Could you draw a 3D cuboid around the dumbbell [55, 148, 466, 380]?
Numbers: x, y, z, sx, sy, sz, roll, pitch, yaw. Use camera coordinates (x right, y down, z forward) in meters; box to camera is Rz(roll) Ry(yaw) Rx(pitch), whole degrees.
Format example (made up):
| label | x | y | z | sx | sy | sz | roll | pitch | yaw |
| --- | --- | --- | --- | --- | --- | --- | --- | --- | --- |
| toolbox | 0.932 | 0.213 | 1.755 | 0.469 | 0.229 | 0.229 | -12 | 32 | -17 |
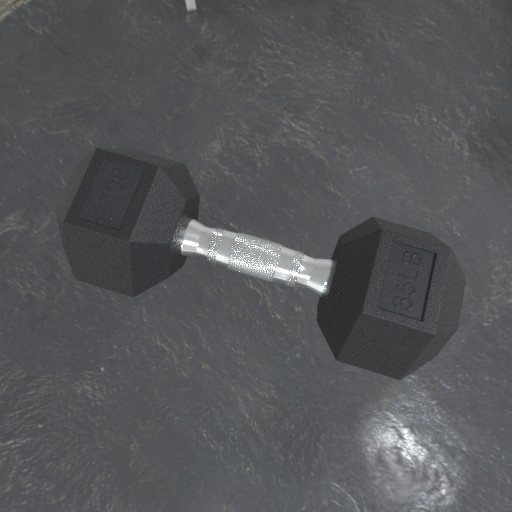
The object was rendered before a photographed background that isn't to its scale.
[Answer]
| label | x | y | z | sx | sy | sz | roll | pitch | yaw |
| --- | --- | --- | --- | --- | --- | --- | --- | --- | --- |
| dumbbell | 0.000 | 0.000 | 0.416 | 0.356 | 0.123 | 0.141 | 16 | 75 | 5 |
